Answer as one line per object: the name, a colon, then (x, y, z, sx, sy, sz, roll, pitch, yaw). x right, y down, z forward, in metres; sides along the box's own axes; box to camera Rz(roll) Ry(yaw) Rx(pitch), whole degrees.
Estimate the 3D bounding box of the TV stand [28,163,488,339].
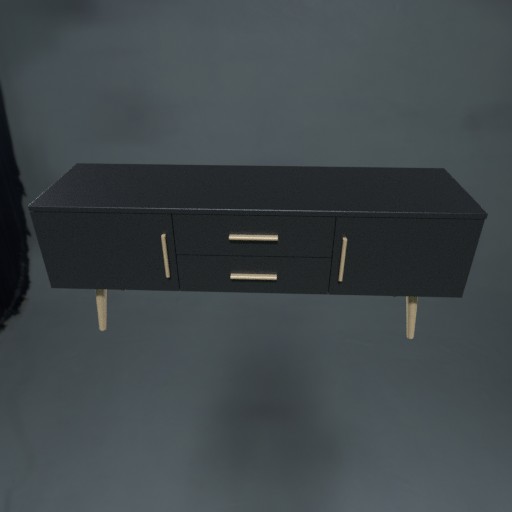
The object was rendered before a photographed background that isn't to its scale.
TV stand: (0.000, 0.000, 1.547, 1.312, 0.518, 0.390, 1, 31, 2)
